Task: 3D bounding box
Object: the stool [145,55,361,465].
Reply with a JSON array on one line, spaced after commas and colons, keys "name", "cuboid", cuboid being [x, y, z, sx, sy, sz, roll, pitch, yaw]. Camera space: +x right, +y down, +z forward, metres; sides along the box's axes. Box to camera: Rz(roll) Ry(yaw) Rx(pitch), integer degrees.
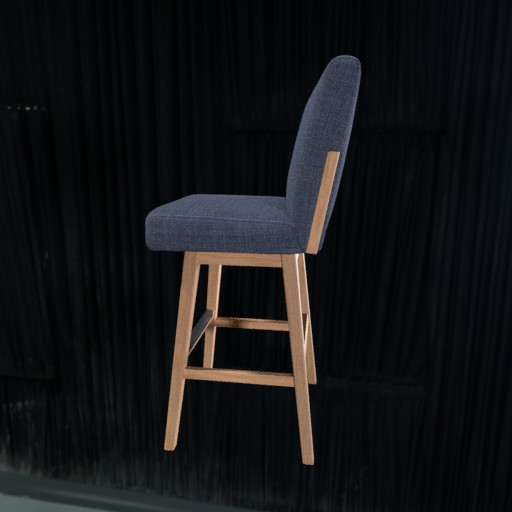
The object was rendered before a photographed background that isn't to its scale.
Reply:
[{"name": "stool", "cuboid": [0.000, 0.000, 1.405, 0.570, 1.112, 0.483, 2, 14, 8]}]
